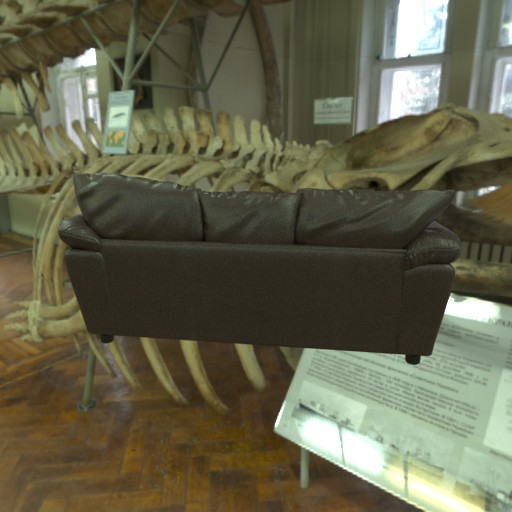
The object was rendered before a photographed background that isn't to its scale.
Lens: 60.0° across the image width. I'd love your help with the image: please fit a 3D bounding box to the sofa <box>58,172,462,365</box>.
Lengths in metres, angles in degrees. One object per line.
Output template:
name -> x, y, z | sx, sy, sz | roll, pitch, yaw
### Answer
sofa -> 0.000, 0.000, 2.896 | 2.390, 1.091, 0.907 | 2, 15, 8
